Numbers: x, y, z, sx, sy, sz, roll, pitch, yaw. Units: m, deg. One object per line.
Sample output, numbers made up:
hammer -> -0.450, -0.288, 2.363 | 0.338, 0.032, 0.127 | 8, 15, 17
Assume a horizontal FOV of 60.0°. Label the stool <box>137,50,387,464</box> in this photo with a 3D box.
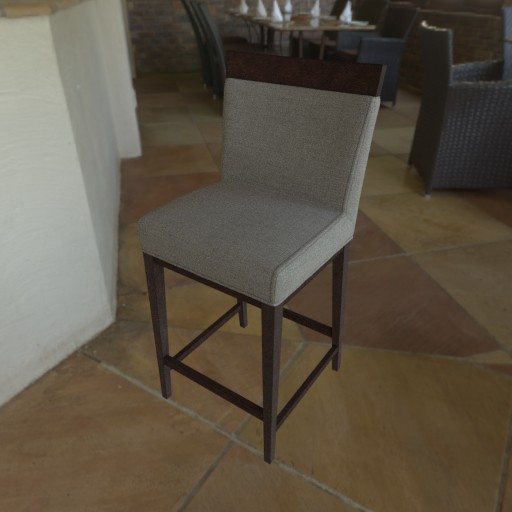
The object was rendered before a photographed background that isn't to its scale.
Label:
stool -> 0.000, 0.000, 1.402 | 0.511, 1.117, 0.531 | 20, 37, 29
